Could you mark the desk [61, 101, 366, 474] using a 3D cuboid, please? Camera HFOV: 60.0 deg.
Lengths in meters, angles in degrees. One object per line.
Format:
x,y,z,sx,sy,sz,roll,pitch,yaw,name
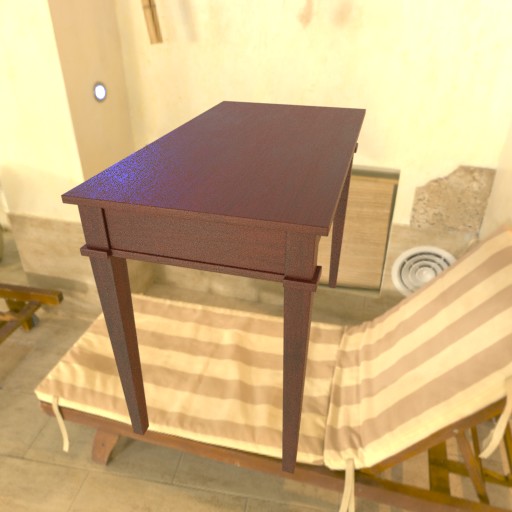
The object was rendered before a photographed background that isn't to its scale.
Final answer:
0.000,0.000,1.450,0.549,0.762,1.001,8,31,14,desk
